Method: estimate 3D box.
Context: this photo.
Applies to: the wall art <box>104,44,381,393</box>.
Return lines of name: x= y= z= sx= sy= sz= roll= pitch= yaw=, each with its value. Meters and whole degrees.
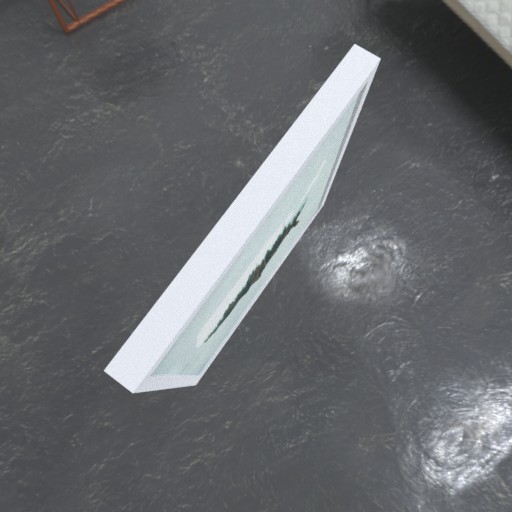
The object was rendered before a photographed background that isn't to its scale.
wall art: x=0.000 y=0.000 z=0.770 sx=0.040 sy=0.509 sz=0.509 roll=34 pitch=77 yaw=9
